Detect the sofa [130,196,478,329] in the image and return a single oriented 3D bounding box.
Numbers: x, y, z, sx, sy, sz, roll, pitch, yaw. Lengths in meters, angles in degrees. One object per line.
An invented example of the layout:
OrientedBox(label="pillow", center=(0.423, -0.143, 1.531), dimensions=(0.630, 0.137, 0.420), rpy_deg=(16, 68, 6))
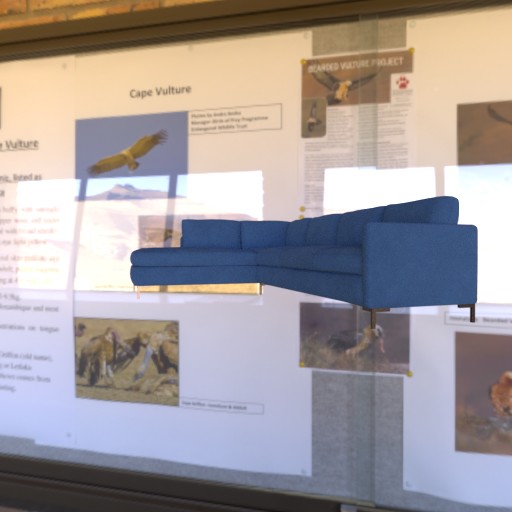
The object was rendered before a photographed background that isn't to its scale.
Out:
OrientedBox(label="sofa", center=(0.000, 0.000, 3.846), dimensions=(2.007, 0.815, 2.949), rpy_deg=(0, 1, -18))
